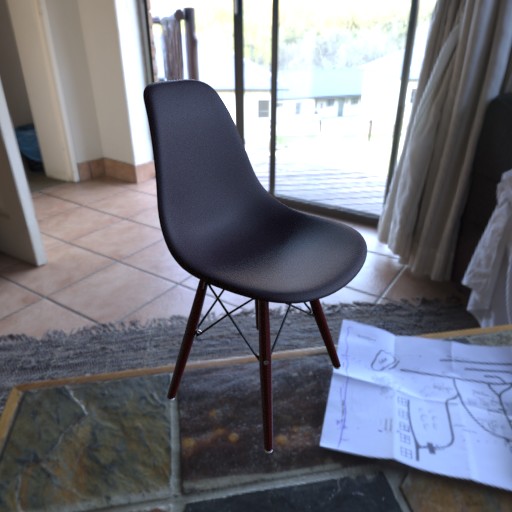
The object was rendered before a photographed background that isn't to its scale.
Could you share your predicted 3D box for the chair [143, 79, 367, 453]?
[{"bbox_3d":[0.000,0.000,1.150,0.533,0.826,0.470,17,31,31],"label":"chair"}]
